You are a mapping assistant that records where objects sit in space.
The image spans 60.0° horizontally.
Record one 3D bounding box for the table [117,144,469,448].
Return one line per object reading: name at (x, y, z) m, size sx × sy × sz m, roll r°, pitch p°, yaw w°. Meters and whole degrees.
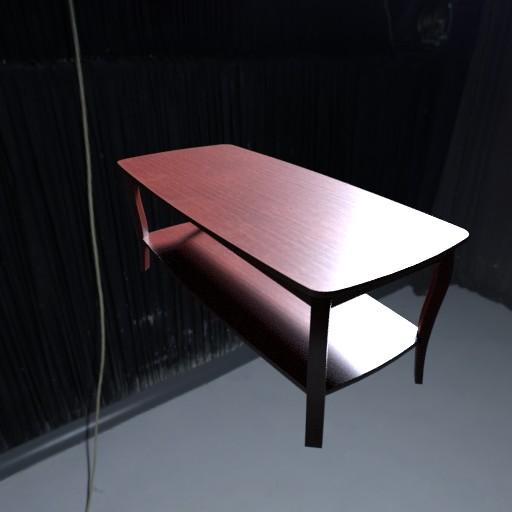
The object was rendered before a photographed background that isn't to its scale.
table at (0.000, 0.000, 1.509) m, size 0.561 × 0.473 × 1.216 m, roll -17°, pitch 32°, yaw -30°
